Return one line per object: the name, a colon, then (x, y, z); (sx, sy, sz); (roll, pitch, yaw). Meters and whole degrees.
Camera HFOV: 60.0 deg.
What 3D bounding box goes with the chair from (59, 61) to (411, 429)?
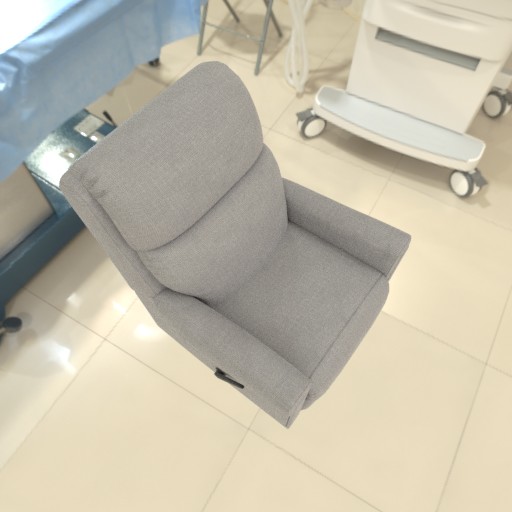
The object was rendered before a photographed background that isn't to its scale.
chair: (0.000, 0.000, 1.747); (1.014, 1.054, 0.838); (34, 65, 18)
